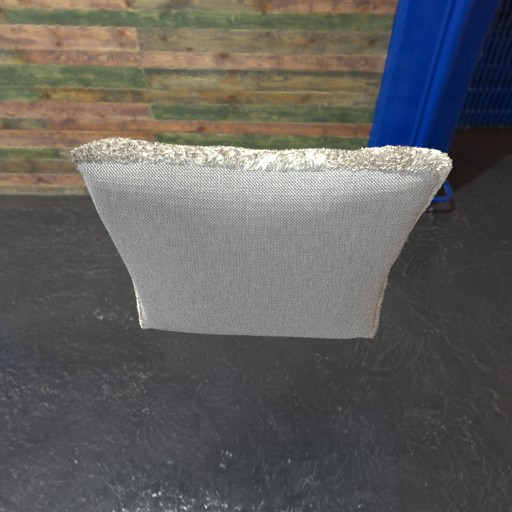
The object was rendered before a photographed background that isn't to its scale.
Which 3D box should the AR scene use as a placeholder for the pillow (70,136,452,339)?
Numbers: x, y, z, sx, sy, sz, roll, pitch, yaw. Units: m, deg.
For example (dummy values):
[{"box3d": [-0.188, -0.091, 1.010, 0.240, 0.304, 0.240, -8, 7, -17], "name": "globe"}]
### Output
[{"box3d": [0.000, 0.000, 0.808, 0.529, 0.515, 0.218, 2, 45, 2], "name": "pillow"}]
